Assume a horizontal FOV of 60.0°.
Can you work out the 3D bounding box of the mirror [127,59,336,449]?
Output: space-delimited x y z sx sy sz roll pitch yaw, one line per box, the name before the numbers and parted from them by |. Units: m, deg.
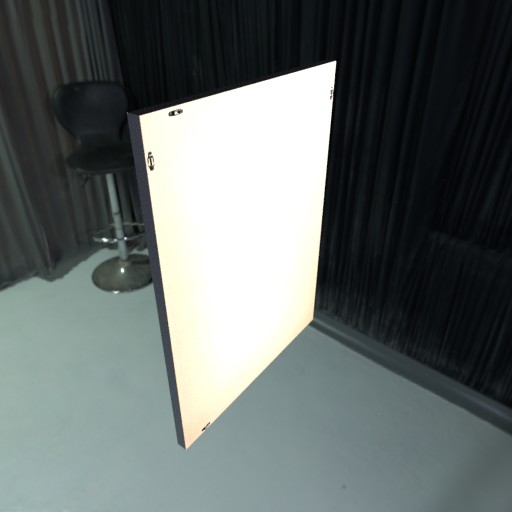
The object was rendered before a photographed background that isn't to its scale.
mirror | 0.000 0.000 1.357 0.040 1.016 0.762 22 39 30
